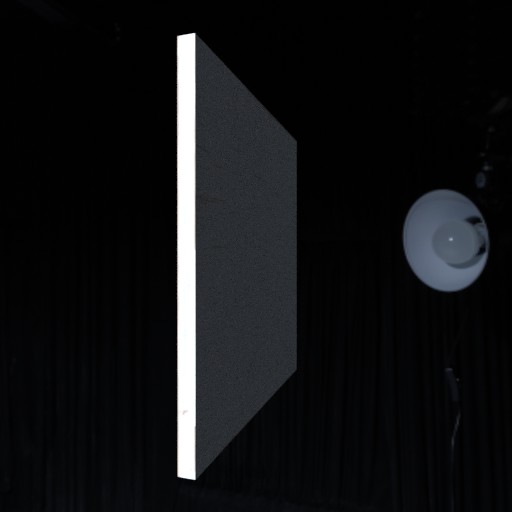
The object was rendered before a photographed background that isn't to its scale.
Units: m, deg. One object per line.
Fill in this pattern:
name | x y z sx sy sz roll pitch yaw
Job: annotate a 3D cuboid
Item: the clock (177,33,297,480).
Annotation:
clock | 0.000 0.000 1.039 0.032 0.705 0.705 0 0 18
